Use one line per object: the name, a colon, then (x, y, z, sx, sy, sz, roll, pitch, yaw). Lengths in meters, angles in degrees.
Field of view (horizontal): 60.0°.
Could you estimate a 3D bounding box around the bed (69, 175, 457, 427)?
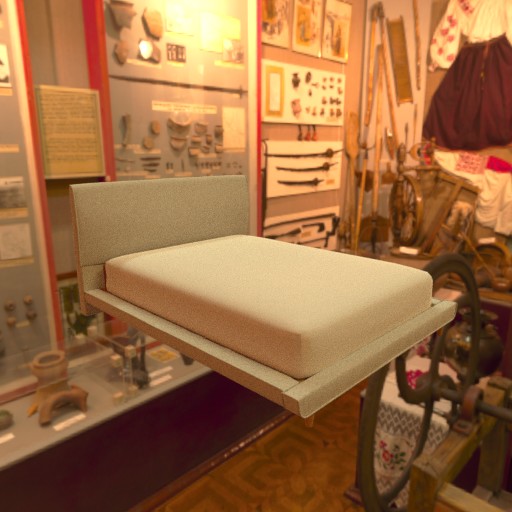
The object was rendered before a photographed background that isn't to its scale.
bed: (0.000, 0.000, 3.365, 2.368, 1.067, 1.840, 13, 19, 43)
